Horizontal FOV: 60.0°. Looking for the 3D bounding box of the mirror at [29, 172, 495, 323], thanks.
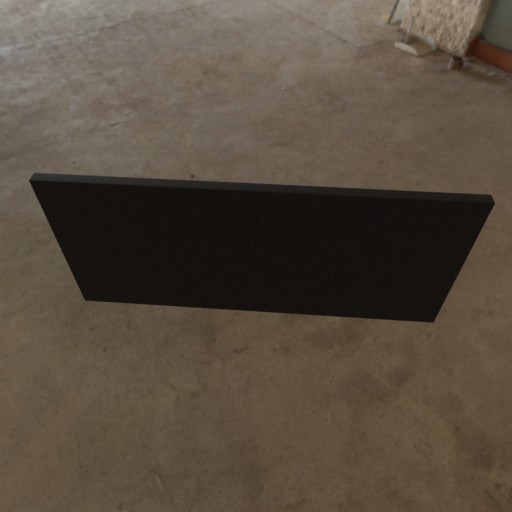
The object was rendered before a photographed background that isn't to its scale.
[{"bbox_3d":[0.000,0.000,1.769,1.584,0.692,0.047,3,47,3],"label":"mirror"}]
